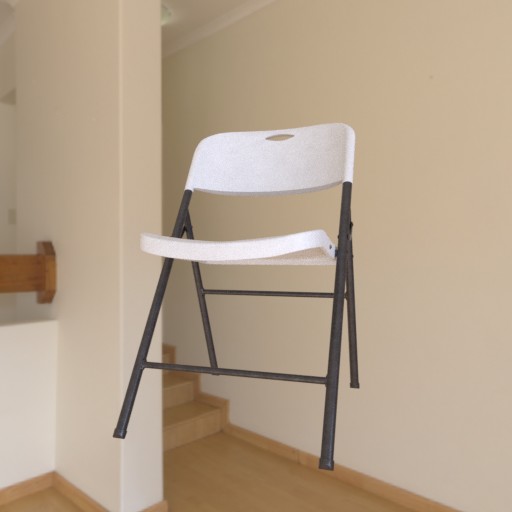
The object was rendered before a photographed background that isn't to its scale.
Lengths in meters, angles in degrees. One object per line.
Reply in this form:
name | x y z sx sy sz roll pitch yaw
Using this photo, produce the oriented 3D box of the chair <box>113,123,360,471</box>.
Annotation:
chair | 0.000 0.000 1.173 0.494 0.810 0.566 0 0 18
